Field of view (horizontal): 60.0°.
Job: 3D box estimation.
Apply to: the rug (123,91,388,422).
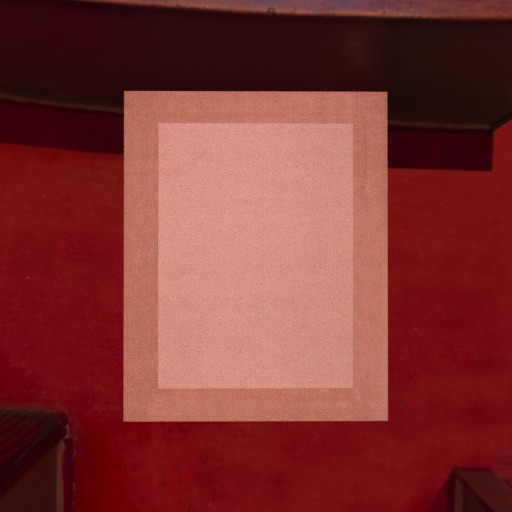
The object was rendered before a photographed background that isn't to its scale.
[{"bbox_3d":[0.000,0.000,4.093,2.438,0.014,3.048,0,90,0],"label":"rug"}]
